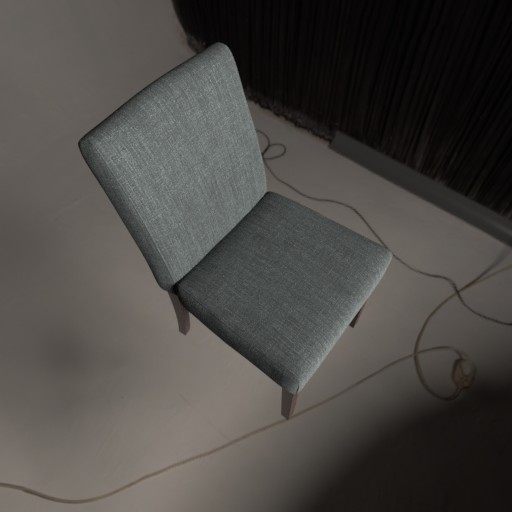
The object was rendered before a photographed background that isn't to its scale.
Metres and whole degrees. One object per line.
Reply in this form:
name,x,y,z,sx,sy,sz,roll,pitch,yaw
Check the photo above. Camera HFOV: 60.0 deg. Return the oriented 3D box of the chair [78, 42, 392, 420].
chair,0.000,0.000,1.263,0.629,0.884,0.487,33,64,19
